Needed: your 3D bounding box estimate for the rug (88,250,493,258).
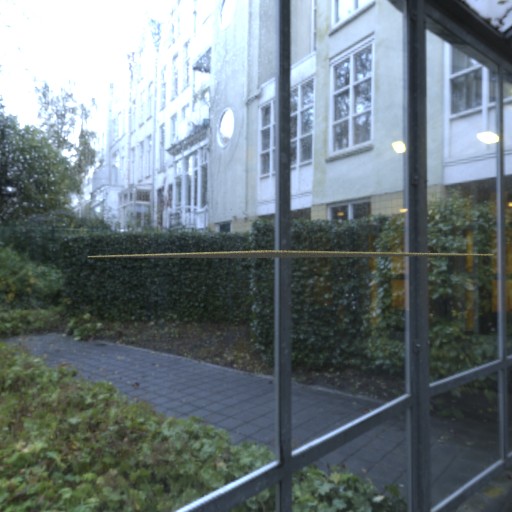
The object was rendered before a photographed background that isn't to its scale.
[{"bbox_3d":[0.000,0.000,2.886,1.524,0.006,2.286,0,-1,-35],"label":"rug"}]
